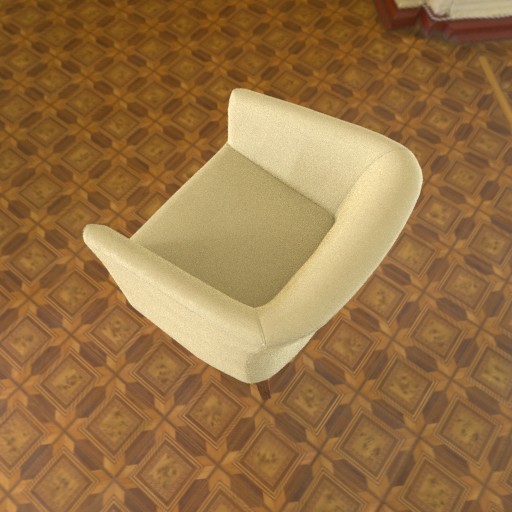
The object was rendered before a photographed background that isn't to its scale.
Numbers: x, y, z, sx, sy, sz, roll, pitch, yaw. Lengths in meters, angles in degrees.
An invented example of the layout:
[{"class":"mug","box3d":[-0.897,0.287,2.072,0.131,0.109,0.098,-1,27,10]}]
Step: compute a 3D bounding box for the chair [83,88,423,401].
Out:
[{"class":"chair","box3d":[0.000,0.000,1.338,0.657,0.822,0.643,34,68,16]}]
